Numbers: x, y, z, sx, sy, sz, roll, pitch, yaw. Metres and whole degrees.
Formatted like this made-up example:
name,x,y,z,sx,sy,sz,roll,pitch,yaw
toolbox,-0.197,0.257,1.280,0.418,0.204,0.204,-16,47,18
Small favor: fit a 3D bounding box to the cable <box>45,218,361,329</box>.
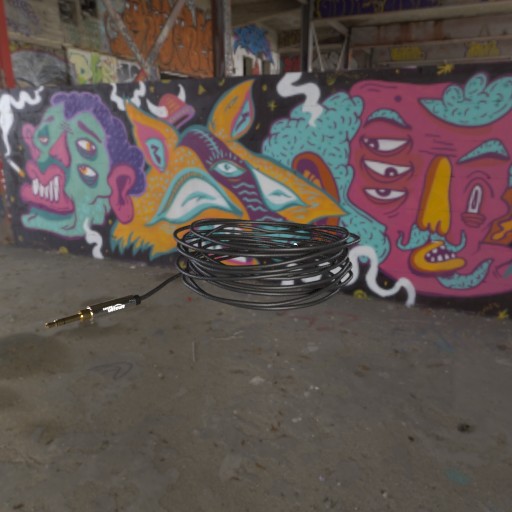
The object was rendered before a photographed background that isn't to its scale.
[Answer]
name,x,y,z,sx,sy,sz,roll,pitch,yaw
cable,0.000,0.000,0.490,0.198,0.069,0.432,15,21,42
